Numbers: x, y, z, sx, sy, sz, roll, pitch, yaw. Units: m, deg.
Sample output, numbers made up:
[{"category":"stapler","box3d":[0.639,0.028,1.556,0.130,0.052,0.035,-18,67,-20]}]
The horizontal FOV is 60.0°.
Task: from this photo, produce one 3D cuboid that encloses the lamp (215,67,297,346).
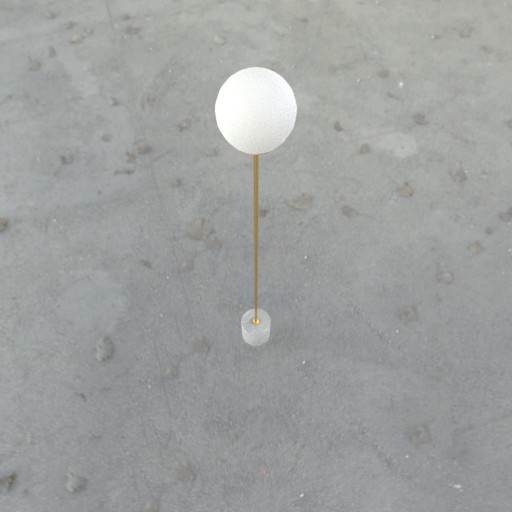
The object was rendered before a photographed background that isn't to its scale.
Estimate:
[{"category":"lamp","box3d":[0.000,0.000,1.870,0.224,1.753,0.224,-15,60,-9]}]
